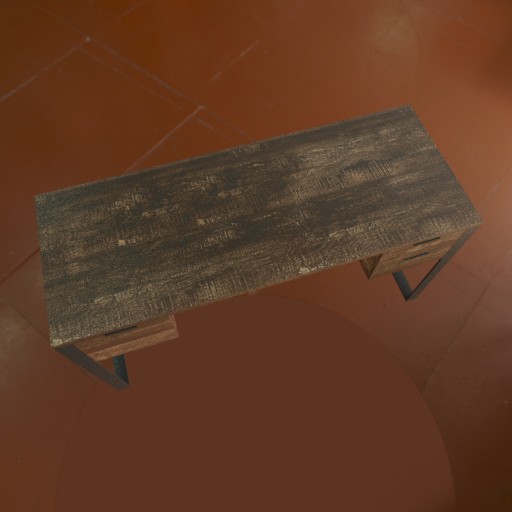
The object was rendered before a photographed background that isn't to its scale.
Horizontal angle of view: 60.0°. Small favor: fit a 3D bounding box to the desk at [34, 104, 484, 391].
[{"bbox_3d":[0.000,0.000,1.948,1.524,0.762,0.599,-16,64,-8],"label":"desk"}]
